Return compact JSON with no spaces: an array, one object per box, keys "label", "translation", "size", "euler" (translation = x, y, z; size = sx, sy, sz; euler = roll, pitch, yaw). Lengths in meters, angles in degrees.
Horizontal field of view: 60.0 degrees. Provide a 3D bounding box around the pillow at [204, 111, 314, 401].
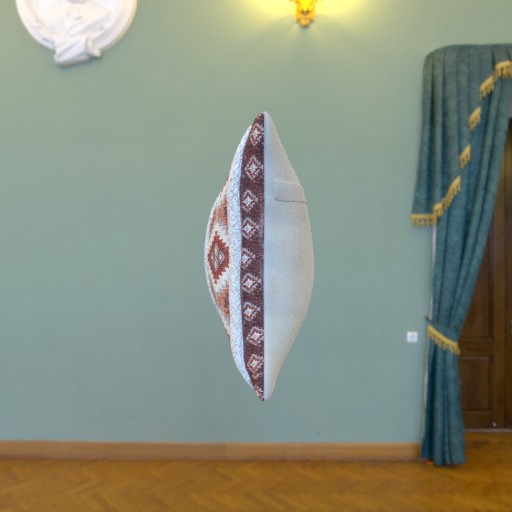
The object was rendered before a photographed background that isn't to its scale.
[{"label":"pillow","translation":[0.000,0.000,0.746],"size":[0.161,0.295,0.608],"euler":[0,0,-1]}]
